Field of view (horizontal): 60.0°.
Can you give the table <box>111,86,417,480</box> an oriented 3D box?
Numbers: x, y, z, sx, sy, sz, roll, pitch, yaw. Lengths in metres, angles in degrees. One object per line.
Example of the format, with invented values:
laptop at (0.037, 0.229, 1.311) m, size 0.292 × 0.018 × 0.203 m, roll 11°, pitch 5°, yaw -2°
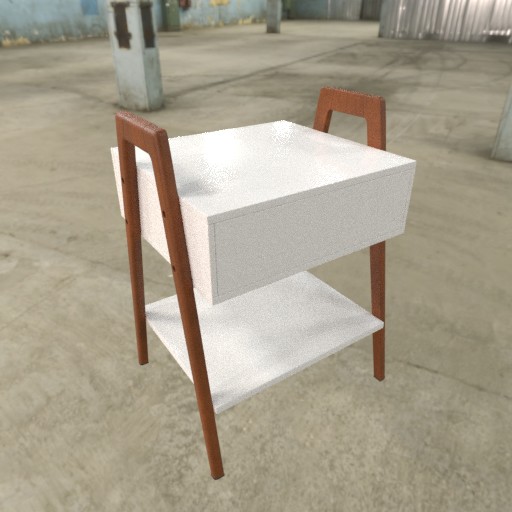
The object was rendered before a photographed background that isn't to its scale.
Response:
table at (0.000, 0.000, 0.916) m, size 0.457 × 0.610 × 0.405 m, roll -19°, pitch 34°, yaw -29°
